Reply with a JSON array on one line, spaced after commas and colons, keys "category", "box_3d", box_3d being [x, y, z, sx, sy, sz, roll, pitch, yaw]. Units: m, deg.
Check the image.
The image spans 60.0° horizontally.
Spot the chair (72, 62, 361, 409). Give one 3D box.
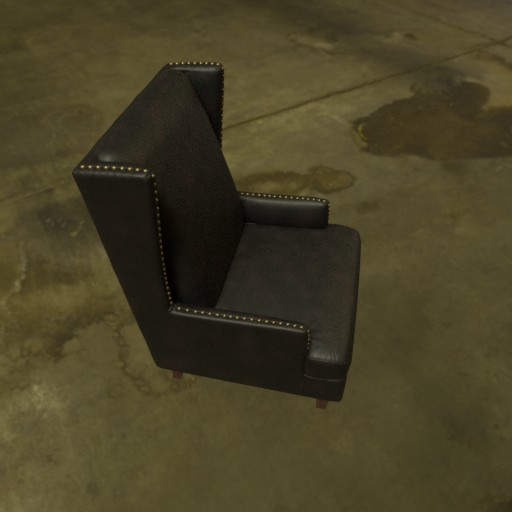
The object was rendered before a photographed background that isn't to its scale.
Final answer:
[{"category": "chair", "box_3d": [0.000, 0.000, 1.658, 0.799, 1.142, 0.703, 9, 46, 9]}]
